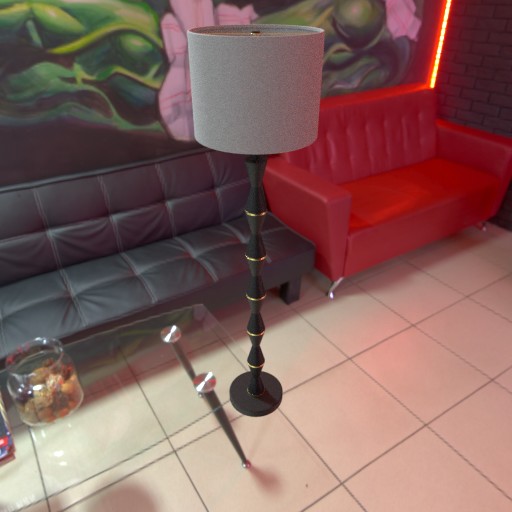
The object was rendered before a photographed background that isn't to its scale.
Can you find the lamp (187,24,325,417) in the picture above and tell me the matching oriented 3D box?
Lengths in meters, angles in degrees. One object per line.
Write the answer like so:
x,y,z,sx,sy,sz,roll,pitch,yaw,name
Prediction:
0.000,0.000,1.622,0.381,1.480,0.381,0,32,0,lamp
